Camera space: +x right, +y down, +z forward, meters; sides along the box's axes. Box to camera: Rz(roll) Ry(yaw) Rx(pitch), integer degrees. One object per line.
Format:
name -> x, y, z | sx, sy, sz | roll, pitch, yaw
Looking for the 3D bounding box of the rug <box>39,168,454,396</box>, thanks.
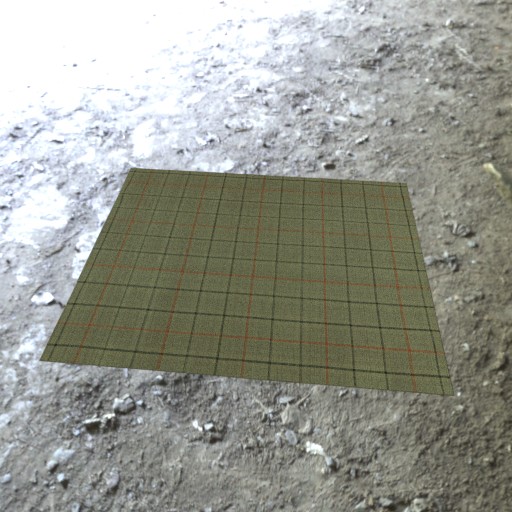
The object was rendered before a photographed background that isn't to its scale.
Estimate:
rug -> 0.000, 0.000, 4.061 | 3.048, 0.012, 2.444 | 4, 47, 4
